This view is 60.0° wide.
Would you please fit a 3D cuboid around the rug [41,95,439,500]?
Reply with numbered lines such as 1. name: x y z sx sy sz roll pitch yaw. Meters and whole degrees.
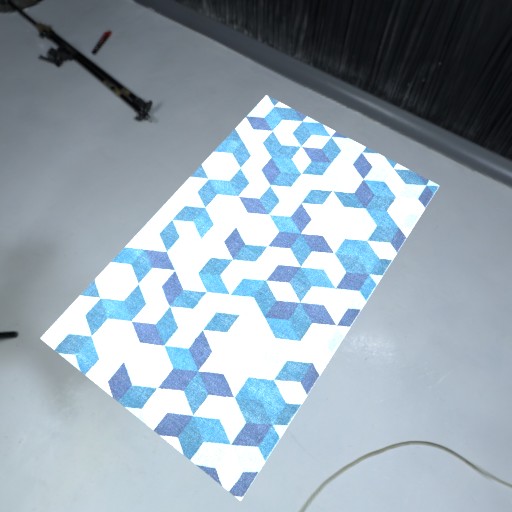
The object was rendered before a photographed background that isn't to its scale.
1. rug: 0.000 0.000 2.956 1.518 0.015 2.438 32 69 14
